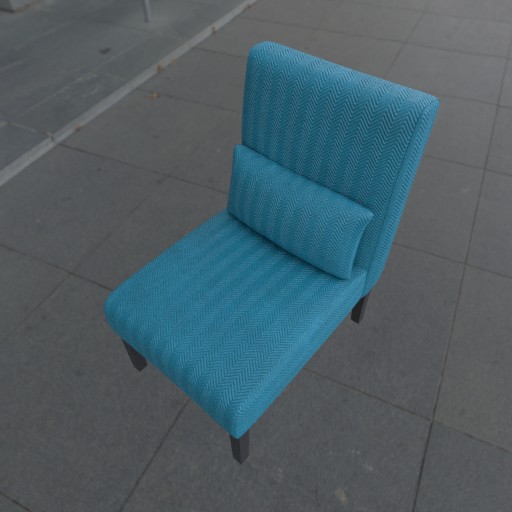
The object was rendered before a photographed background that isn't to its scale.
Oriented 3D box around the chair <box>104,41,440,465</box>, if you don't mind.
[{"bbox_3d":[0.000,0.000,1.357,0.579,0.927,0.808,32,55,26],"label":"chair"}]
